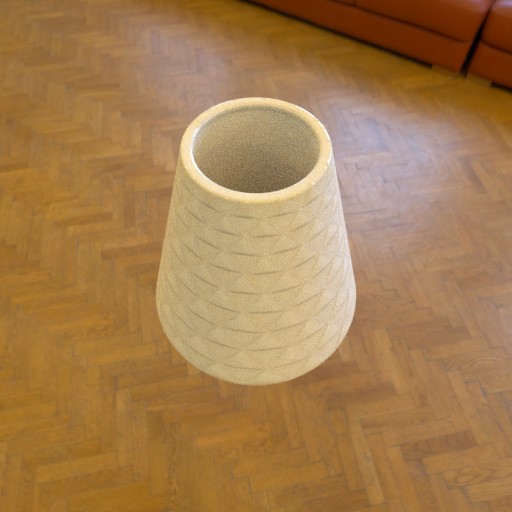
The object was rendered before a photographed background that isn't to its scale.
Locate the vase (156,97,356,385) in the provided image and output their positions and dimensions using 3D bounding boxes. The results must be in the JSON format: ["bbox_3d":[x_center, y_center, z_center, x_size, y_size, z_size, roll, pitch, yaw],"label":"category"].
[{"bbox_3d":[0.000,0.000,0.351,0.175,0.230,0.175,0,56,0],"label":"vase"}]
